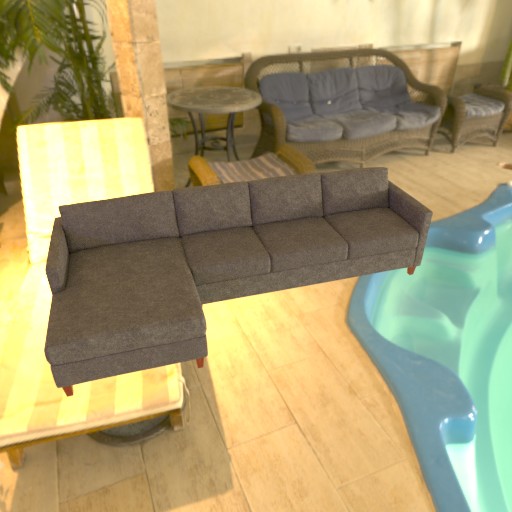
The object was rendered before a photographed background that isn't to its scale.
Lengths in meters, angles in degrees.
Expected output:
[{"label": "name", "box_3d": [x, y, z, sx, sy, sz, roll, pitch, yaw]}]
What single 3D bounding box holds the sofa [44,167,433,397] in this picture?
[{"label": "sofa", "box_3d": [0.000, 0.000, 4.043, 3.471, 0.954, 1.606, -9, 33, -14]}]
